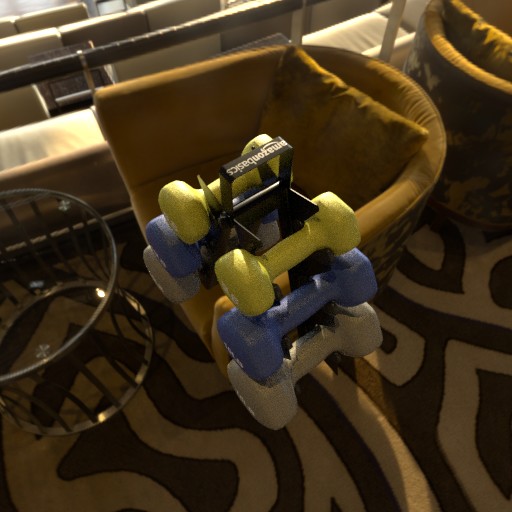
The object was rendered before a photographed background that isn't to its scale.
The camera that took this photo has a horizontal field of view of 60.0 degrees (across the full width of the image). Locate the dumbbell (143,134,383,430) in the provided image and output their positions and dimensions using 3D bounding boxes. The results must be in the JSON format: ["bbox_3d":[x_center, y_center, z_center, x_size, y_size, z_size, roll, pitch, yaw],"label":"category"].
[{"bbox_3d":[0.000,0.000,0.700,0.261,0.426,0.416,-32,62,-20],"label":"dumbbell"}]
